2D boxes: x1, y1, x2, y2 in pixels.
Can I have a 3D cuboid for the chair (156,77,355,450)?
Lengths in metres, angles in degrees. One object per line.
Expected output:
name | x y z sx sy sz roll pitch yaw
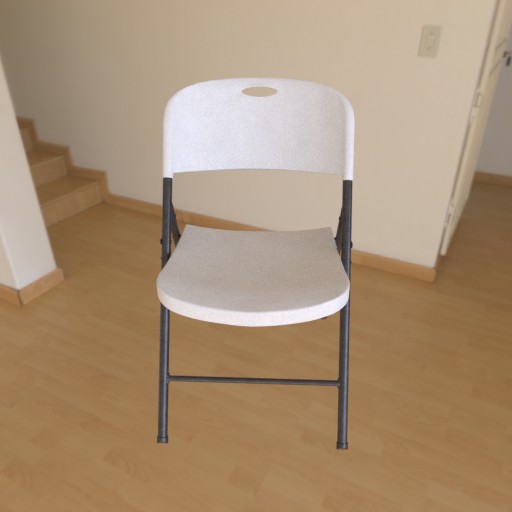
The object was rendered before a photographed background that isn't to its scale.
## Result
chair | 0.000 0.000 1.174 0.494 0.810 0.566 1 30 2
